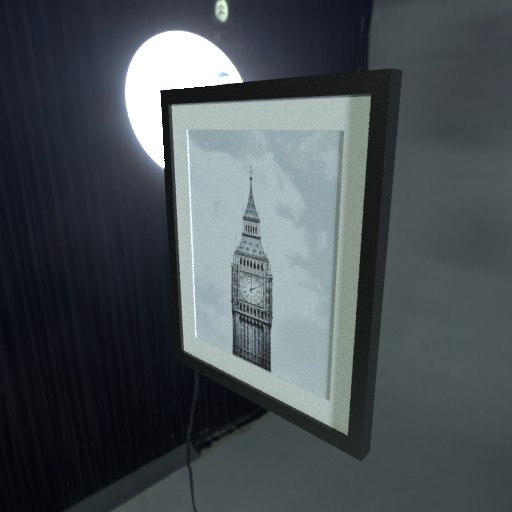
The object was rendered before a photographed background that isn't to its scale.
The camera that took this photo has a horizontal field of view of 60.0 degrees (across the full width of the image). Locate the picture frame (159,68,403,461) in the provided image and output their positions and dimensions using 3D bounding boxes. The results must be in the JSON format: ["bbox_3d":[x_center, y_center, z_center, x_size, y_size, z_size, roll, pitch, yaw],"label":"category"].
[{"bbox_3d":[0.000,0.000,0.758,0.460,0.556,0.028,14,22,41],"label":"picture frame"}]
